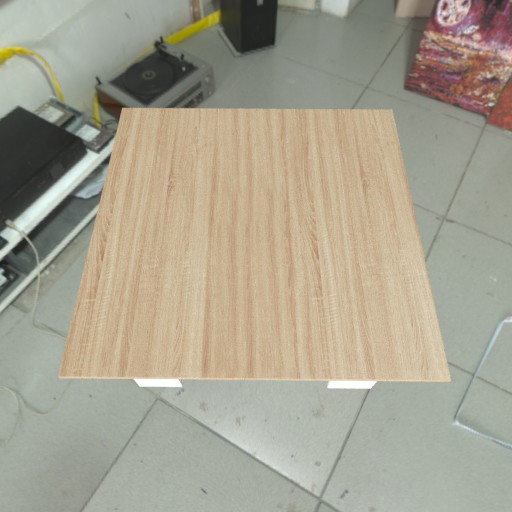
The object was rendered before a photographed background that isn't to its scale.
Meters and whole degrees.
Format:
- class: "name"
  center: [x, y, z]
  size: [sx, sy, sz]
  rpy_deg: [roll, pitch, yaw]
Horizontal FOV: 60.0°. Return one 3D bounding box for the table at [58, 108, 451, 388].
- class: "table"
  center: [0.000, 0.000, 1.057]
  size: [0.670, 0.305, 0.670]
  rpy_deg: [0, 59, 0]
